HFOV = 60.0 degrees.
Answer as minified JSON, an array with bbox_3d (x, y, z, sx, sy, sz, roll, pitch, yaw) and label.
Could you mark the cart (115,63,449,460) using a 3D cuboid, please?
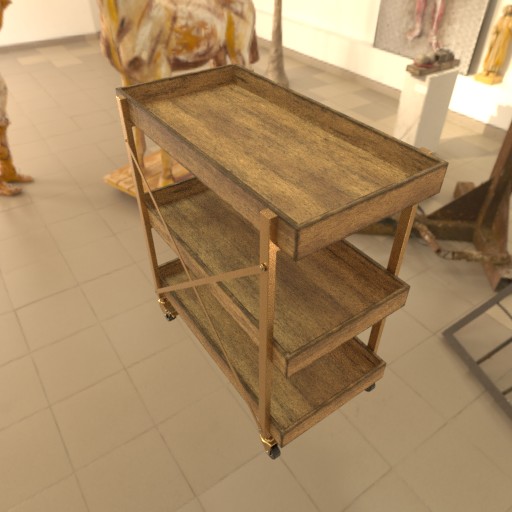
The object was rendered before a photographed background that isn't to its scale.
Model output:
[{"bbox_3d":[0.000,0.000,1.252,0.416,0.799,0.750,-24,46,-26],"label":"cart"}]
